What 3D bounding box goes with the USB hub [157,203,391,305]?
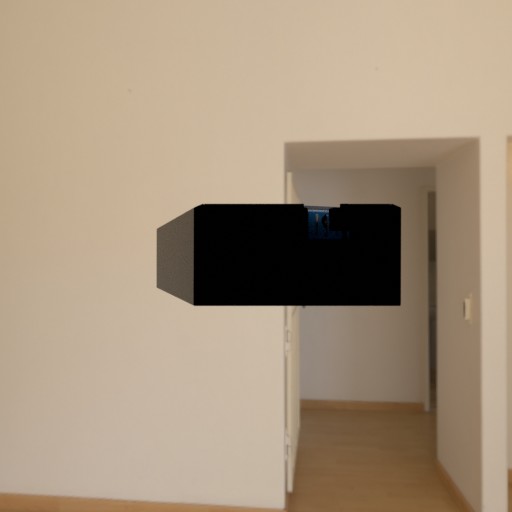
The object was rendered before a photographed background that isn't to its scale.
[{"bbox_3d":[0.000,0.000,0.127,0.044,0.023,0.110,0,-1,-19],"label":"USB hub"}]
